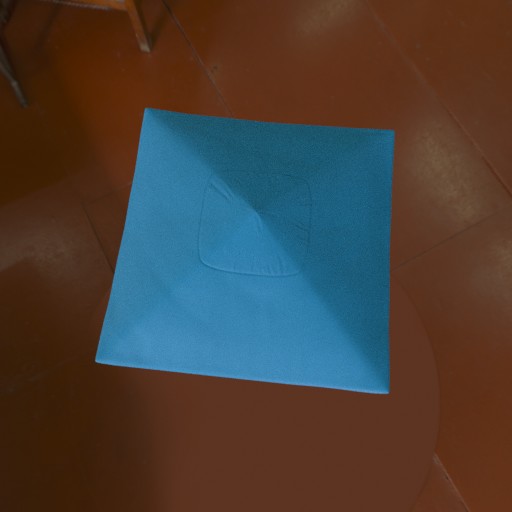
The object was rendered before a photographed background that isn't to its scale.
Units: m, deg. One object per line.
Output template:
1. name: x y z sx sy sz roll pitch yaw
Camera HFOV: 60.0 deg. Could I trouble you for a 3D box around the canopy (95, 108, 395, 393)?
1. canopy: 0.000 0.000 5.560 2.998 2.997 2.996 6 74 2
